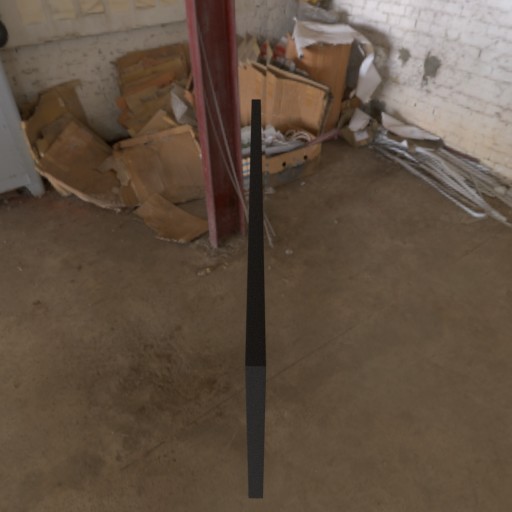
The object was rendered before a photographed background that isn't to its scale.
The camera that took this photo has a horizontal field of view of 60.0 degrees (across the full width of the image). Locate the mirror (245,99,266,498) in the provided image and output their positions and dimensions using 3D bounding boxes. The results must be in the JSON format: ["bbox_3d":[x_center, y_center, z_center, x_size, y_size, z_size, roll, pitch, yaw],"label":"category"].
[{"bbox_3d":[0.000,0.000,1.798,0.047,0.692,1.584,0,40,0],"label":"mirror"}]
